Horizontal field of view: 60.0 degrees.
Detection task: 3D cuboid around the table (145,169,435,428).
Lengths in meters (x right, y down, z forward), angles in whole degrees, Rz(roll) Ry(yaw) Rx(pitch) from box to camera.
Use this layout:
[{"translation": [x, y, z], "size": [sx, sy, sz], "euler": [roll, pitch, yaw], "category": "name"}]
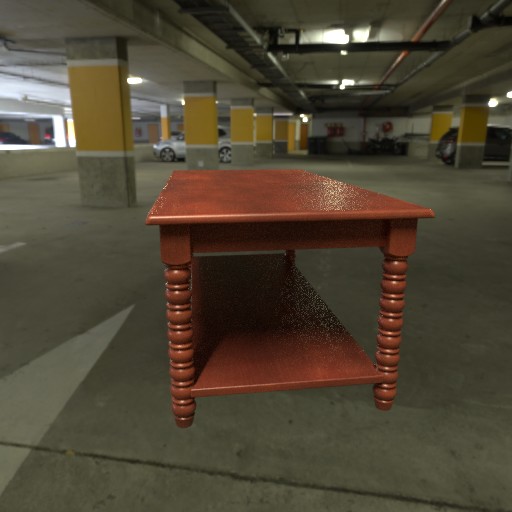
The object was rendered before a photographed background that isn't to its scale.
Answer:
[{"translation": [0.000, 0.000, 1.478], "size": [0.580, 0.485, 1.171], "euler": [-2, 15, -8], "category": "table"}]
